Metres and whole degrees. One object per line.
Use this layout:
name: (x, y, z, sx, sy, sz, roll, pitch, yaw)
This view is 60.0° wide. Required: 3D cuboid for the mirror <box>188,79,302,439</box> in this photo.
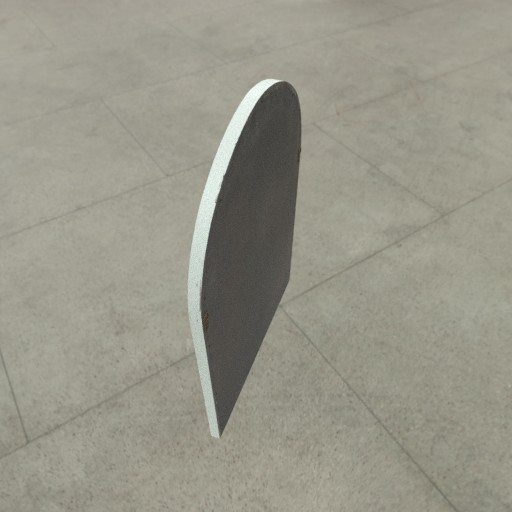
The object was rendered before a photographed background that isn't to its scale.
mirror: (0.000, 0.000, 1.193, 0.032, 0.920, 0.660, 16, 49, 14)
